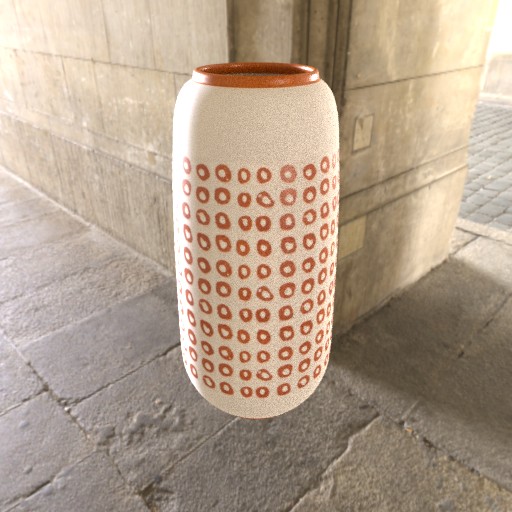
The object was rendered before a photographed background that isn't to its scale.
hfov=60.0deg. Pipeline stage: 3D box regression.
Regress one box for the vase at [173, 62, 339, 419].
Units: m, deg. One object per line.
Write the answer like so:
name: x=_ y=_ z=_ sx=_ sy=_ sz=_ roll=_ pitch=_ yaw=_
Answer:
vase: x=0.000 y=0.000 z=0.359 sx=0.133 sy=0.282 sz=0.133 roll=0 pitch=29 yaw=0
